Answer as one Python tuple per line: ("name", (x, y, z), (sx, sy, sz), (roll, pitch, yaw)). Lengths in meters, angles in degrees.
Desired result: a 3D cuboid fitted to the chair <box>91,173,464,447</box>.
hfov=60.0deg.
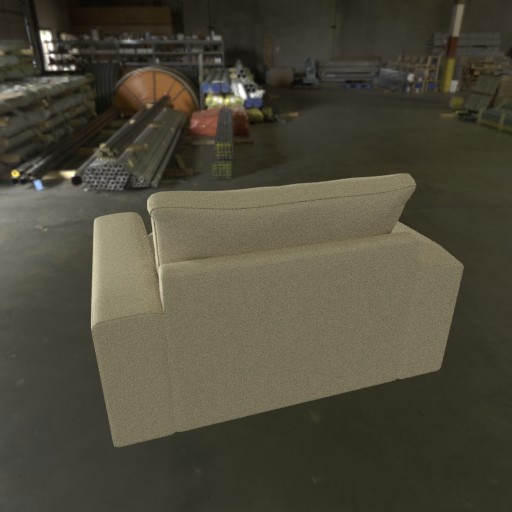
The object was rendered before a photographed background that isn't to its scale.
("chair", (0.000, 0.000, 2.035), (1.398, 0.915, 1.039), (-8, 27, -16))
